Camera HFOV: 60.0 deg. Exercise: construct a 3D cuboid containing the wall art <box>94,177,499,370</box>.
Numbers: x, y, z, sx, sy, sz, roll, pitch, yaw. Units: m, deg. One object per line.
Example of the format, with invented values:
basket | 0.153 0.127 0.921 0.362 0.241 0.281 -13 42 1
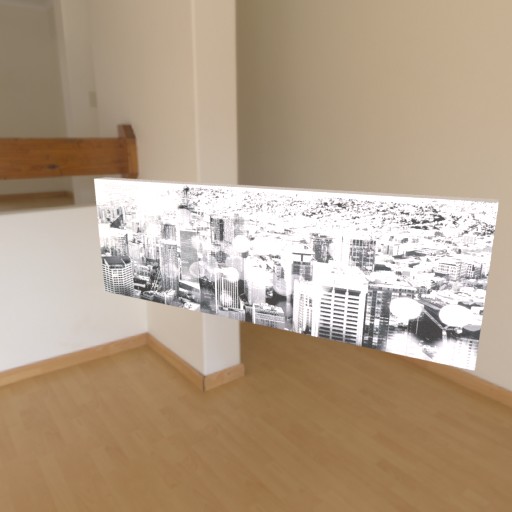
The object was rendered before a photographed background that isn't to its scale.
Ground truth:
wall art | 0.000 0.000 0.822 0.763 0.255 0.038 8 17 27
